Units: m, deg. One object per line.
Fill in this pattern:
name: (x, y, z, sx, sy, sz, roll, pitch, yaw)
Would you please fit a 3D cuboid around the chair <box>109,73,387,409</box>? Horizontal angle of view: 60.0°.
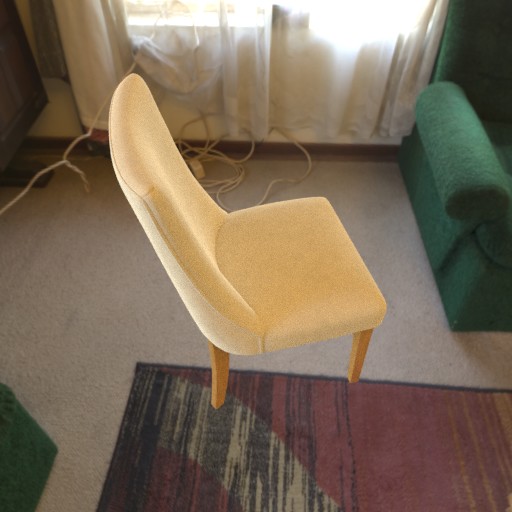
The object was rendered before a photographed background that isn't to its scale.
chair: (0.000, 0.000, 1.245, 0.610, 0.902, 0.495, -10, 47, -10)
